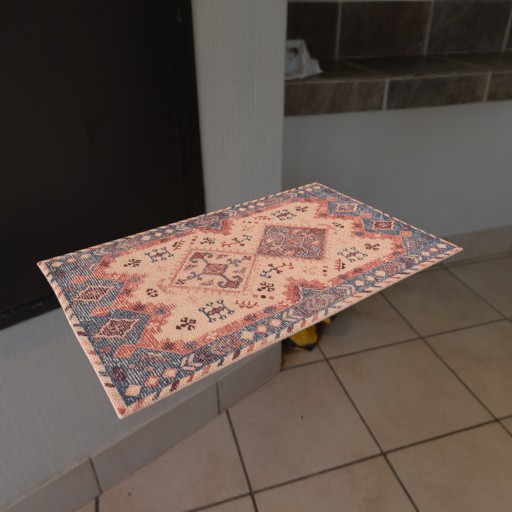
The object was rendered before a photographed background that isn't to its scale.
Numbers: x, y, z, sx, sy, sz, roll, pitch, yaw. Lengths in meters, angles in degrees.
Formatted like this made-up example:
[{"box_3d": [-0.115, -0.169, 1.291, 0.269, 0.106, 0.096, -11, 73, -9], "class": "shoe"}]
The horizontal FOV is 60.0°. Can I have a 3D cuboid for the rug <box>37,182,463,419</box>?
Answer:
[{"box_3d": [0.000, 0.000, 2.992, 2.464, 0.023, 1.521, -20, 36, -30], "class": "rug"}]
